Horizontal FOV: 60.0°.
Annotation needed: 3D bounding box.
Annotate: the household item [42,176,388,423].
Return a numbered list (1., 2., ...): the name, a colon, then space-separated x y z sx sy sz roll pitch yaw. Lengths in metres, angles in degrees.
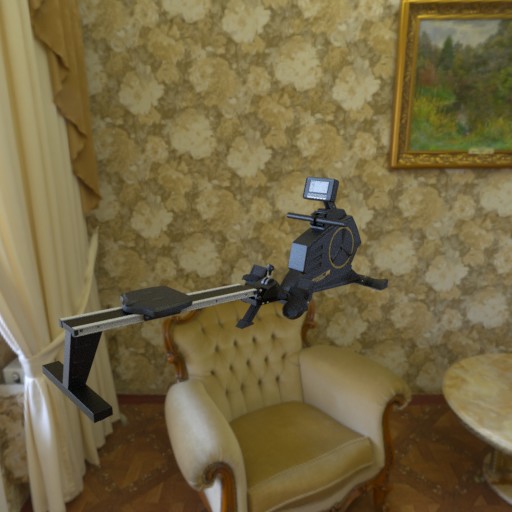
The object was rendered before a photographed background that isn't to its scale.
1. household item: 0.000 0.000 2.527 2.251 0.810 0.521 -15 21 -43
